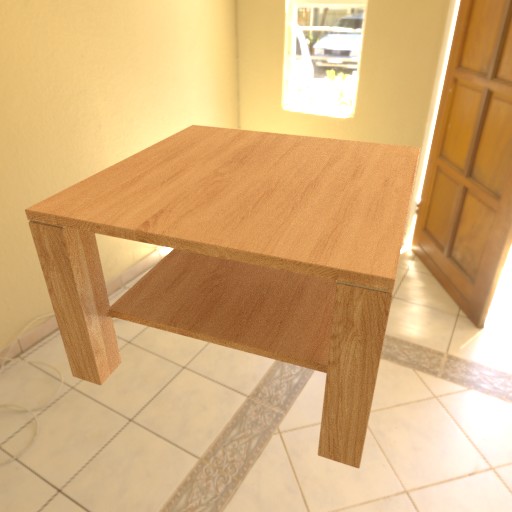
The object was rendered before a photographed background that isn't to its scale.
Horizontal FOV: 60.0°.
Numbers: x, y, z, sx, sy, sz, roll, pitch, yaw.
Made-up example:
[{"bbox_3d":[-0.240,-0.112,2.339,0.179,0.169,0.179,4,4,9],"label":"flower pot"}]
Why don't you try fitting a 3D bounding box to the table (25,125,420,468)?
[{"bbox_3d":[0.000,0.000,1.151,0.700,0.450,0.700,11,32,18],"label":"table"}]
